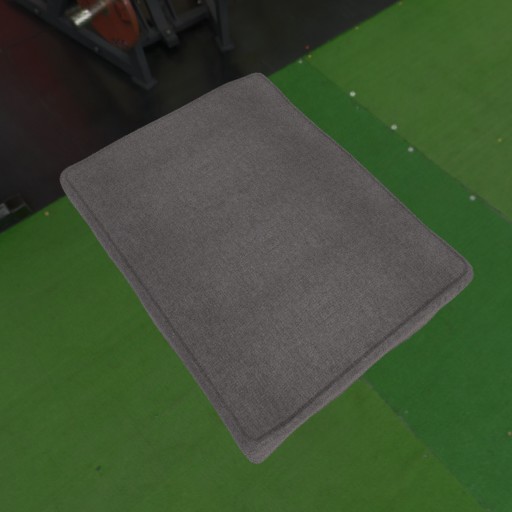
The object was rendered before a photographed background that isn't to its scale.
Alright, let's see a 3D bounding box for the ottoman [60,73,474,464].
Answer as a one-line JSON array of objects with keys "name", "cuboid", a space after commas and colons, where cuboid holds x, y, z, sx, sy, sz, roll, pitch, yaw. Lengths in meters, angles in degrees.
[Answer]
[{"name": "ottoman", "cuboid": [0.000, 0.000, 1.223, 0.652, 0.492, 0.833, -34, 68, -16]}]
